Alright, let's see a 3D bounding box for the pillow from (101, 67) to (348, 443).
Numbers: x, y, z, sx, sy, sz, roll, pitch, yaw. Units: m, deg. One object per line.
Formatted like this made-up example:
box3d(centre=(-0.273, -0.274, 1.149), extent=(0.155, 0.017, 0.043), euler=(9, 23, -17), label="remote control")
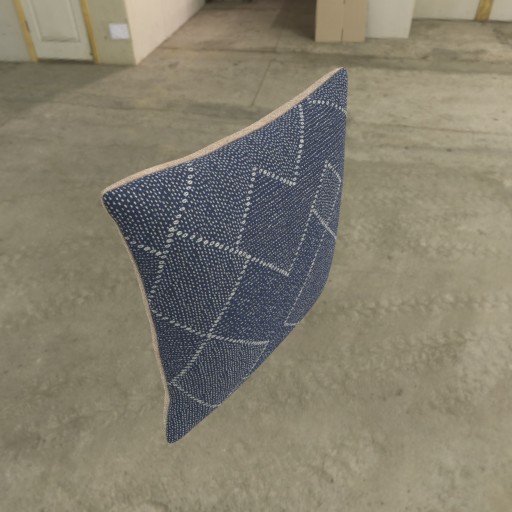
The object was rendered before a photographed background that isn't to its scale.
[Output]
box3d(centre=(0.000, 0.000, 0.646), extent=(0.148, 0.428, 0.435), euler=(26, 47, 27), label="pillow")
